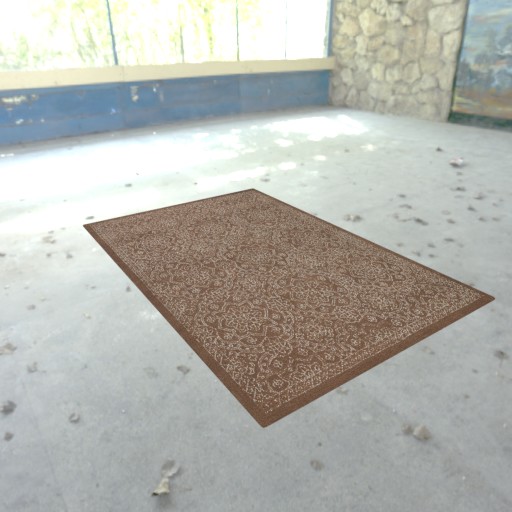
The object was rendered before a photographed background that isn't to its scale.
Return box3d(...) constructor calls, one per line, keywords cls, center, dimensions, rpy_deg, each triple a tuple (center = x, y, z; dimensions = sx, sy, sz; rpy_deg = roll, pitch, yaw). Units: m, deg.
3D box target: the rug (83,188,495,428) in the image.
box3d(cls="rug", center=(0.000, 0.000, 2.245), dimensions=(1.219, 0.010, 1.829), rpy_deg=(-17, 31, -31))
